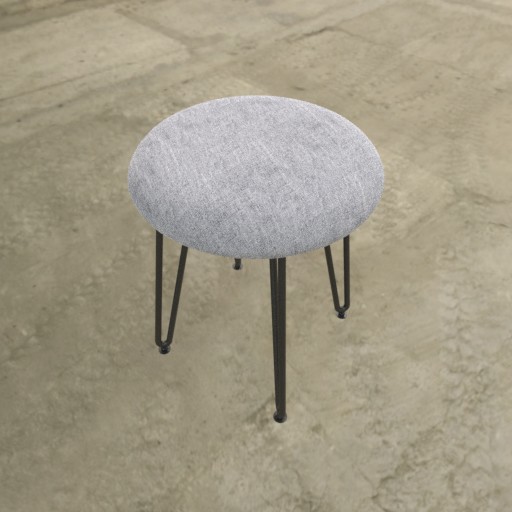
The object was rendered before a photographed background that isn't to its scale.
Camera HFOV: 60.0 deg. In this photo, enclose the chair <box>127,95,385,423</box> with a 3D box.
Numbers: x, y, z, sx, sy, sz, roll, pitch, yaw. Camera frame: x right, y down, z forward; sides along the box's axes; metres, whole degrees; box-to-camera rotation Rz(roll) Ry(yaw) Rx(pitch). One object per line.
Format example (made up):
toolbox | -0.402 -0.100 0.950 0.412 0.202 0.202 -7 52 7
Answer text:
chair | 0.000 0.000 0.657 0.350 0.386 0.350 -10 47 -9
